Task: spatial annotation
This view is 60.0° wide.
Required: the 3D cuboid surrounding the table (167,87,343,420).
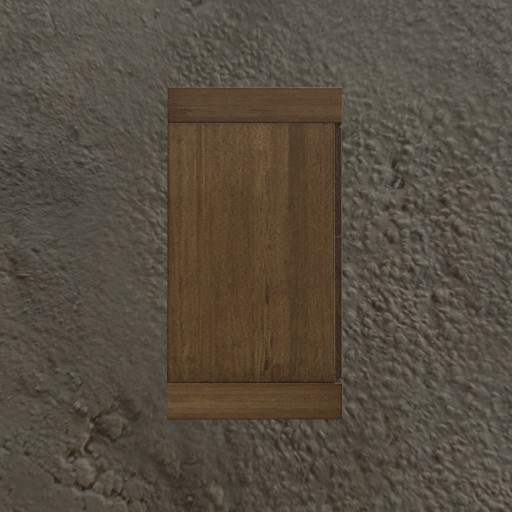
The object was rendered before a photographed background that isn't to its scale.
[{"bbox_3d":[0.000,0.000,2.464,0.600,2.000,1.100,0,89,0],"label":"table"}]
